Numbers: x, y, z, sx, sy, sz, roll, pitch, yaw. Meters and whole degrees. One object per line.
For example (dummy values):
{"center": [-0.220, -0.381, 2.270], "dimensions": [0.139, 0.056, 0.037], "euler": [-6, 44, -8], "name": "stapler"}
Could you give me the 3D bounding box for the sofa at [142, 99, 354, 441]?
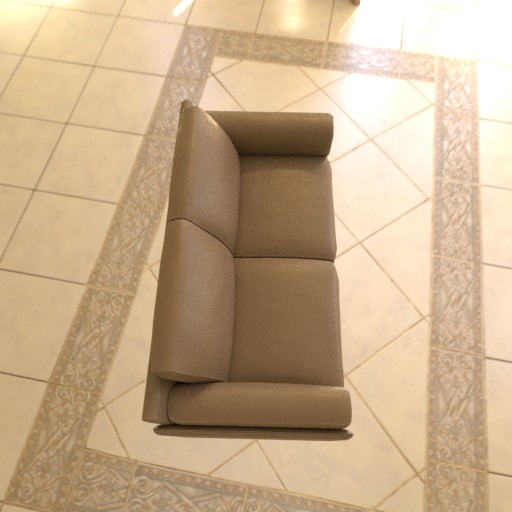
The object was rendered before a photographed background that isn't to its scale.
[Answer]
{"center": [0.000, 0.000, 2.754], "dimensions": [1.049, 0.930, 2.101], "euler": [1, 65, 1], "name": "sofa"}
